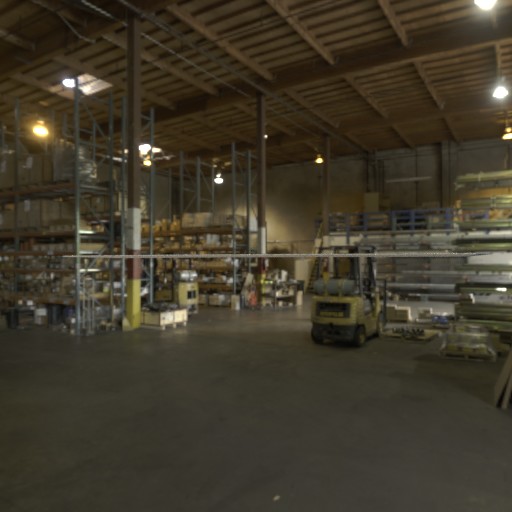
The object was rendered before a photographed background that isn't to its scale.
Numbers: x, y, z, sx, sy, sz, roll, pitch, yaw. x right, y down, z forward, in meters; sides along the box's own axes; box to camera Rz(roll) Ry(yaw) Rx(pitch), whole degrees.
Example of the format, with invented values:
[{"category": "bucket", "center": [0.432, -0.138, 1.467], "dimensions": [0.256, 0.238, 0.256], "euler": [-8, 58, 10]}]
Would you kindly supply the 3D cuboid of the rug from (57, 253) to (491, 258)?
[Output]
[{"category": "rug", "center": [0.000, 0.000, 2.593], "dimensions": [2.372, 0.008, 0.620], "euler": [0, -1, 18]}]
